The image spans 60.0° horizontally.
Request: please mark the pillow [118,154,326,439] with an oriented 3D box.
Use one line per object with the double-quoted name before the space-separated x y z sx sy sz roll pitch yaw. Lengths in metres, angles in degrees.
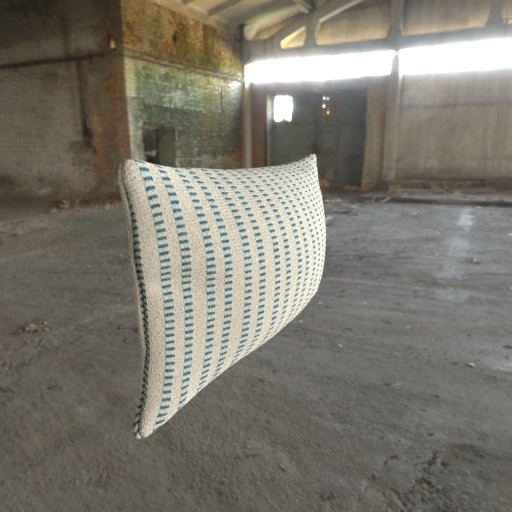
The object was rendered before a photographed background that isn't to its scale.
"pillow" 0.000 0.000 0.798 0.210 0.353 0.640 7 15 26
